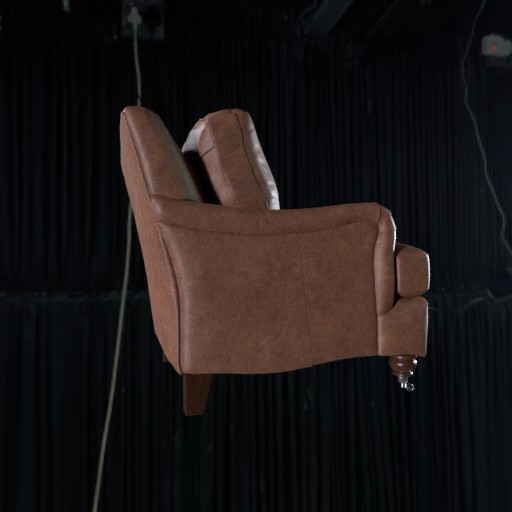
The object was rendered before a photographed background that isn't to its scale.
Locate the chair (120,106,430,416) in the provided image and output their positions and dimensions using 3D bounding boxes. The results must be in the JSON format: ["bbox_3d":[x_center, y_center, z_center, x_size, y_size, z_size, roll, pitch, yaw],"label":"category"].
[{"bbox_3d":[0.000,0.000,1.969,1.158,1.055,0.986,0,-1,-17],"label":"chair"}]
